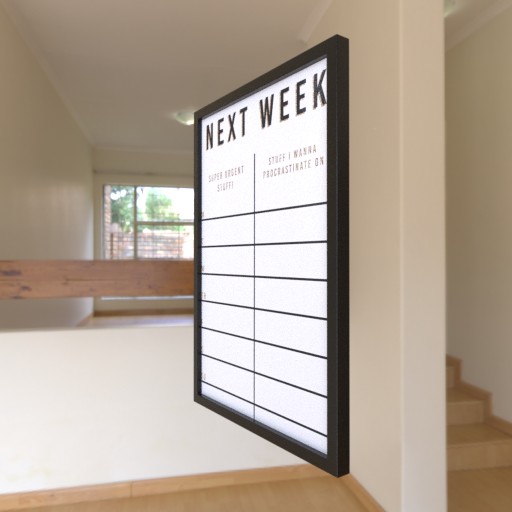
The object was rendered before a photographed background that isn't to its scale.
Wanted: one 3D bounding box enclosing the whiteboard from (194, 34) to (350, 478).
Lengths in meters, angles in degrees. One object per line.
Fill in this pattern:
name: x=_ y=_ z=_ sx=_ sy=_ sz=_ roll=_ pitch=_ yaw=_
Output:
whiteboard: x=0.000 y=0.000 z=0.777 sx=0.026 sy=0.611 sz=0.406 roll=0 pitch=0 yaw=-37
